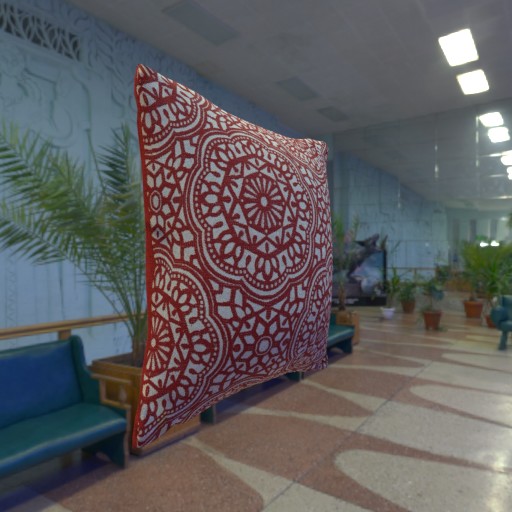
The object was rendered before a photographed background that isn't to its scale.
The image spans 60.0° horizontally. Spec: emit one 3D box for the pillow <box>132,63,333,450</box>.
[{"bbox_3d":[0.000,0.000,0.652,0.162,0.419,0.438,0,0,36],"label":"pillow"}]
